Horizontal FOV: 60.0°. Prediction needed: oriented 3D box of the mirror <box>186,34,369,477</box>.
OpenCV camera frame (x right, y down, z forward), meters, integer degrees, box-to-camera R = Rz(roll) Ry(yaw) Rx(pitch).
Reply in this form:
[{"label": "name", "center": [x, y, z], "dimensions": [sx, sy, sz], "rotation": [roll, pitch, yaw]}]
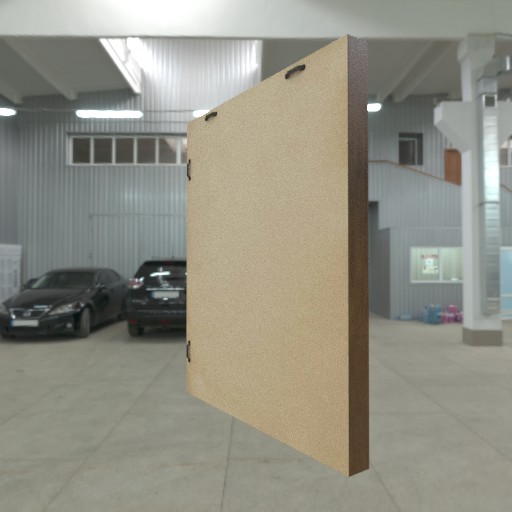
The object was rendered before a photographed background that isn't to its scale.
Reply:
[{"label": "mirror", "center": [0.000, 0.000, 0.682], "dimensions": [0.041, 0.509, 0.406], "rotation": [1, -1, -36]}]
